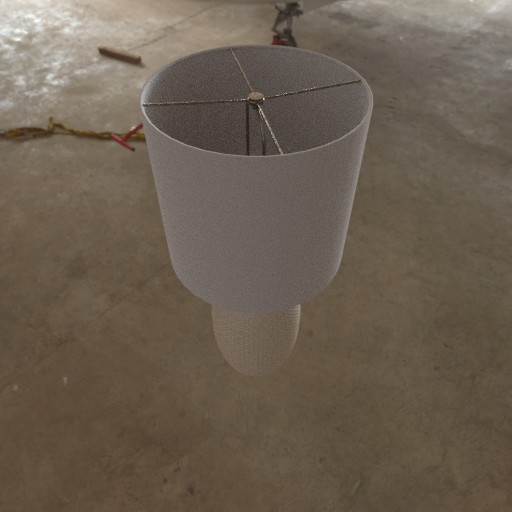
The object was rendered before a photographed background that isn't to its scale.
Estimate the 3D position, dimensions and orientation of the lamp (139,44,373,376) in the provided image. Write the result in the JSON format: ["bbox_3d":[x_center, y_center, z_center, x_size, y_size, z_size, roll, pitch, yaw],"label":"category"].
[{"bbox_3d":[0.000,0.000,0.580,0.217,0.453,0.217,-10,48,-9],"label":"lamp"}]
